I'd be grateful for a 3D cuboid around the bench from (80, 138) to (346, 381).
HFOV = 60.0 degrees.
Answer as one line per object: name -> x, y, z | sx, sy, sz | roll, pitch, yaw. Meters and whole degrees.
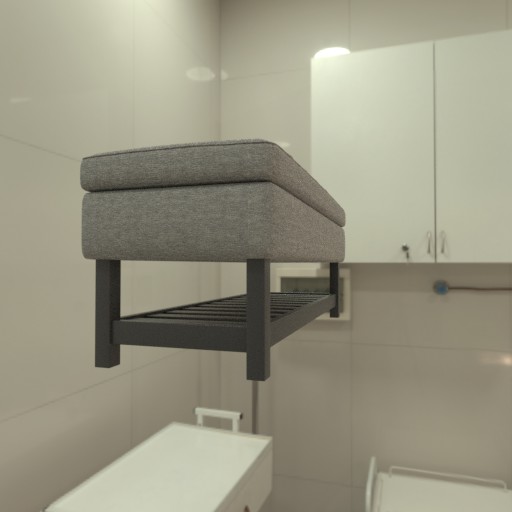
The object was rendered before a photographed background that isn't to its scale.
bench -> 0.000, 0.000, 1.344 | 0.429, 0.470, 1.100 | 0, -1, 18
